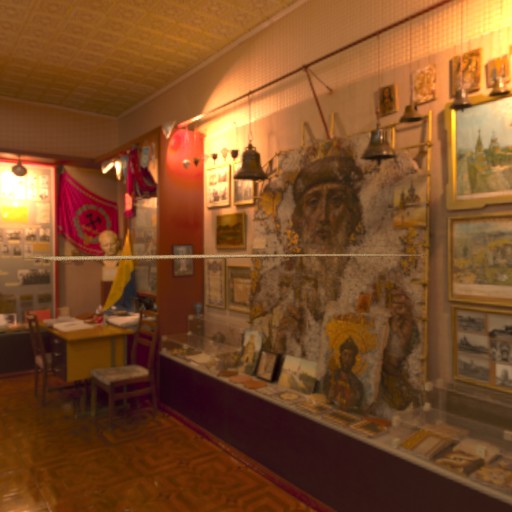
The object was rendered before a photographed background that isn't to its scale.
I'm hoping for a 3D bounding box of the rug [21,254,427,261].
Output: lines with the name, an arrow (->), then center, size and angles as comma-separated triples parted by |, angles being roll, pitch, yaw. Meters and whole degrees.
rug -> 0.000, 0.000, 2.573 | 2.335, 0.013, 0.697 | -1, 1, -36
